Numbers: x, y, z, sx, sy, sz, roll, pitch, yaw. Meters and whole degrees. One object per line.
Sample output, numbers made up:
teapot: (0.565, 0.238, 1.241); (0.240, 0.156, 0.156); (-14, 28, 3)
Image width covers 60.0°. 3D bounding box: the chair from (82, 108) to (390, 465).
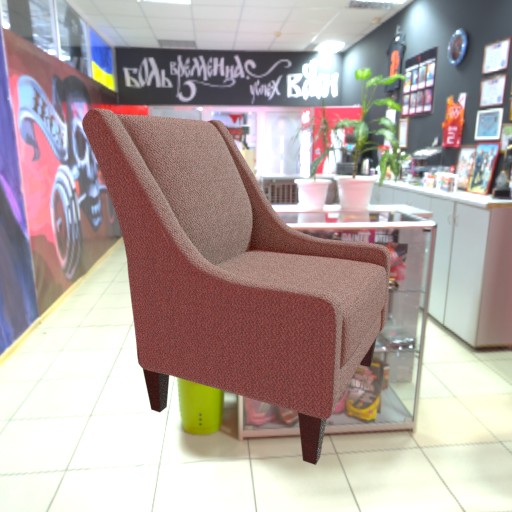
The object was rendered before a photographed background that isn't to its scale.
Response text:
chair: (0.000, 0.000, 1.635); (0.870, 1.014, 0.774); (7, 15, 26)
